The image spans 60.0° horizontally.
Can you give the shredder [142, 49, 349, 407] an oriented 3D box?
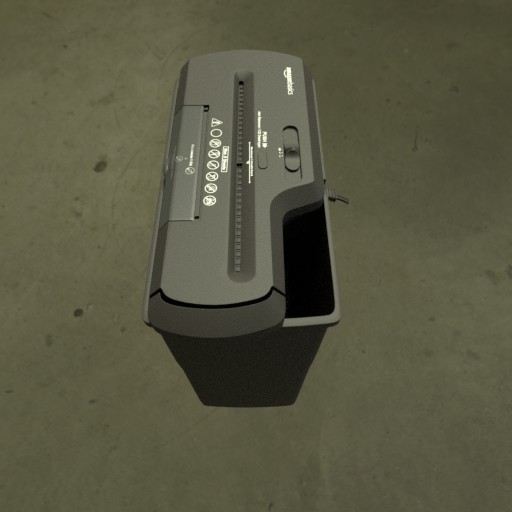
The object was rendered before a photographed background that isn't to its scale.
[{"bbox_3d":[0.000,0.000,0.516,0.170,0.335,0.320,0,58,0],"label":"shredder"}]
